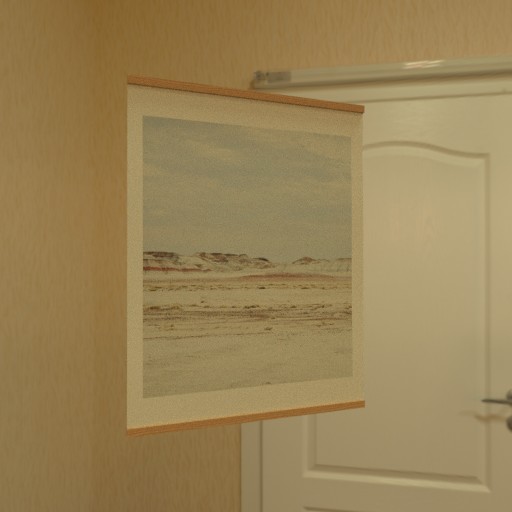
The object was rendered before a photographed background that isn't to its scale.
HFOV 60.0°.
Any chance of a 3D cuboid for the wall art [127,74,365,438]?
[{"bbox_3d":[0.000,0.000,0.819,0.458,0.605,0.011,0,0,-19],"label":"wall art"}]
